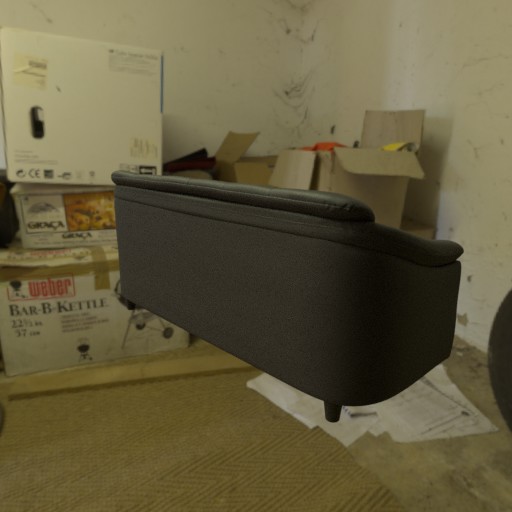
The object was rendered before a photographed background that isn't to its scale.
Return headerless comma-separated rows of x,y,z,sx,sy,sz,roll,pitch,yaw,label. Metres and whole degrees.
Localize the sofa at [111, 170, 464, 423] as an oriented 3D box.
0.000,0.000,2.206,0.800,0.811,1.829,-14,20,-42,sofa
